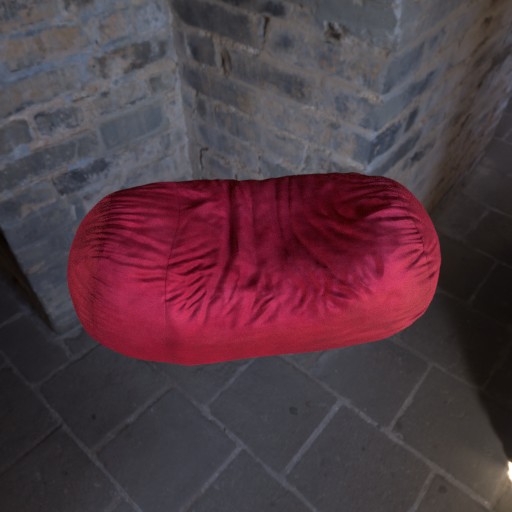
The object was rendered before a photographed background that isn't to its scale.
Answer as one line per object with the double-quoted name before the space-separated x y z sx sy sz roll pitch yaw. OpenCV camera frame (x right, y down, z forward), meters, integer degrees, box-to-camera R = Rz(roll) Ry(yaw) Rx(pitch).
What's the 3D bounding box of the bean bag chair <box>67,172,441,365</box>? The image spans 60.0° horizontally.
"bean bag chair" 0.000 0.000 2.830 2.293 0.867 1.216 -4 46 -4
